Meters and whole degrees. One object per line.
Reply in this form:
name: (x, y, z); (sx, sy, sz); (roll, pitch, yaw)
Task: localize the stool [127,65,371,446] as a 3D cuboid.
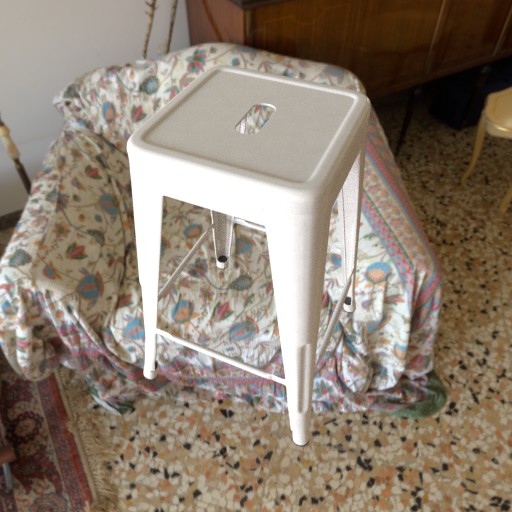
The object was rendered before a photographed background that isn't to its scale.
stool: (0.000, 0.000, 0.880); (0.406, 0.610, 0.406); (18, 50, 16)
